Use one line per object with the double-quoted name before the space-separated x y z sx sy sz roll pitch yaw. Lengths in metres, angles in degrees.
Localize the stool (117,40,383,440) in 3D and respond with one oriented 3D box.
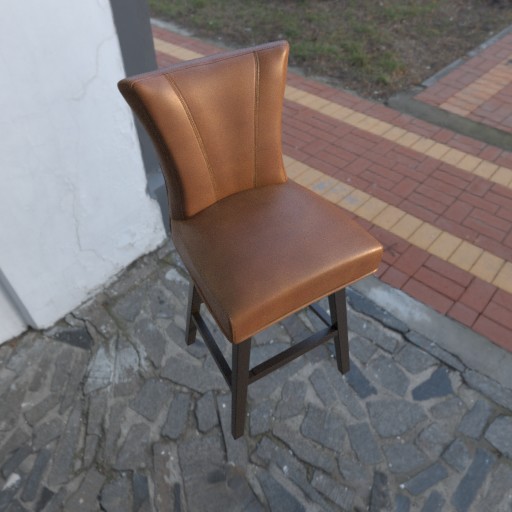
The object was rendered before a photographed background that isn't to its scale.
"stool" 0.000 0.000 1.426 0.522 1.094 0.585 -24 51 -21
